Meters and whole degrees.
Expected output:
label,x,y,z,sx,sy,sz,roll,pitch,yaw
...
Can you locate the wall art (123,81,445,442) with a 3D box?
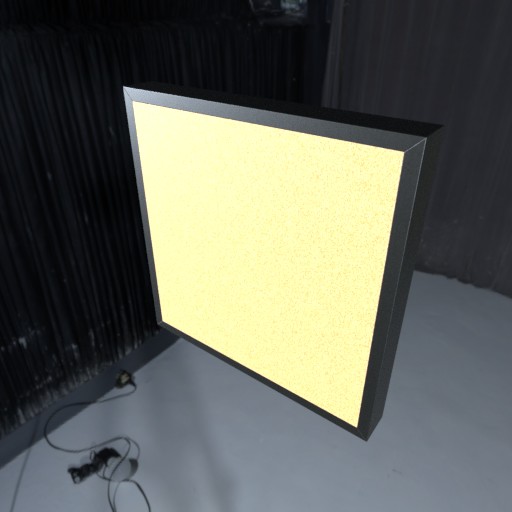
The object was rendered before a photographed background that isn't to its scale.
label,x,y,z,sx,sy,sz,roll,pitch,yaw
wall art,0.000,0.000,0.454,0.304,0.304,0.038,21,37,31
